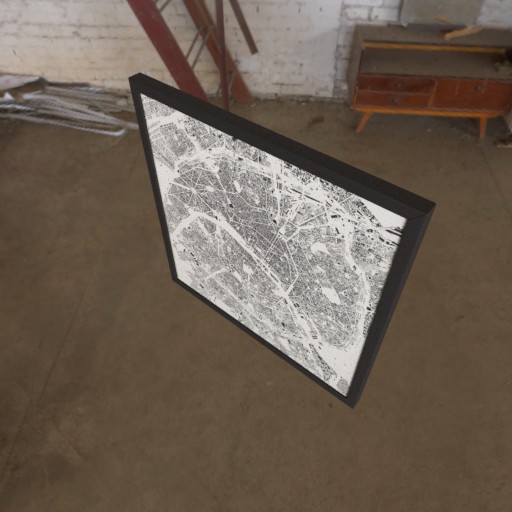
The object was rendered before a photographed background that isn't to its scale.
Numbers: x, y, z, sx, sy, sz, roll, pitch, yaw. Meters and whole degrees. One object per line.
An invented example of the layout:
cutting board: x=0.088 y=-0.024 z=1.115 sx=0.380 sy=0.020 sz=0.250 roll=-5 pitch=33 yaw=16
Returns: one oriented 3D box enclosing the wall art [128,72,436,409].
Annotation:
wall art: x=0.000 y=0.000 z=1.184 sx=0.763 sy=0.763 sz=0.037 roll=31 pitch=55 yaw=25
